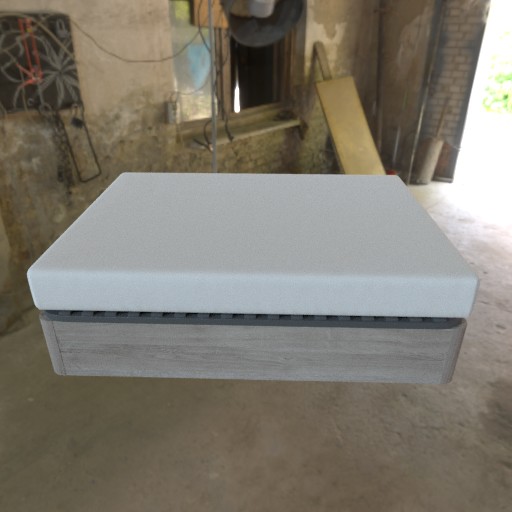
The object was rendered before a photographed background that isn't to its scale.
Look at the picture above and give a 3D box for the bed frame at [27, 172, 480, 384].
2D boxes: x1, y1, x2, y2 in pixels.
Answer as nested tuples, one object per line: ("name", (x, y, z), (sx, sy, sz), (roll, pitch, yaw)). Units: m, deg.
("bed frame", (0.000, 0.000, 2.541), (1.900, 0.561, 1.400), (1, 28, 2))
